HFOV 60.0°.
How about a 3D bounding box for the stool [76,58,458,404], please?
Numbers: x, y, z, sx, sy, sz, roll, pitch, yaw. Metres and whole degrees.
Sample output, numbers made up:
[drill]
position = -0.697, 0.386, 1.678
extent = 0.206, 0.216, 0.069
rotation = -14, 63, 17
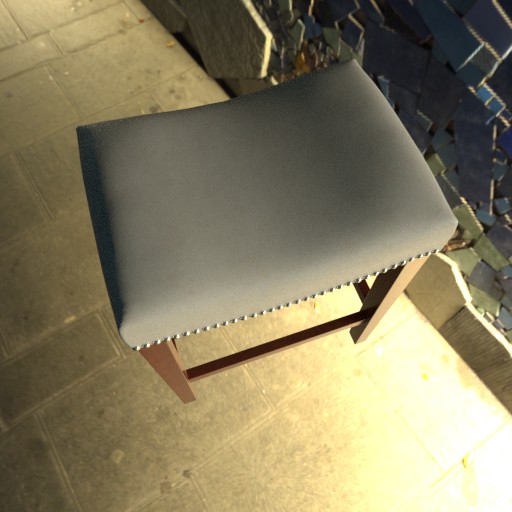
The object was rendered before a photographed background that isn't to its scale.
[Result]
[stool]
position = 0.000, 0.000, 0.931
extent = 0.509, 0.632, 0.375
rotation = -17, 65, -8
